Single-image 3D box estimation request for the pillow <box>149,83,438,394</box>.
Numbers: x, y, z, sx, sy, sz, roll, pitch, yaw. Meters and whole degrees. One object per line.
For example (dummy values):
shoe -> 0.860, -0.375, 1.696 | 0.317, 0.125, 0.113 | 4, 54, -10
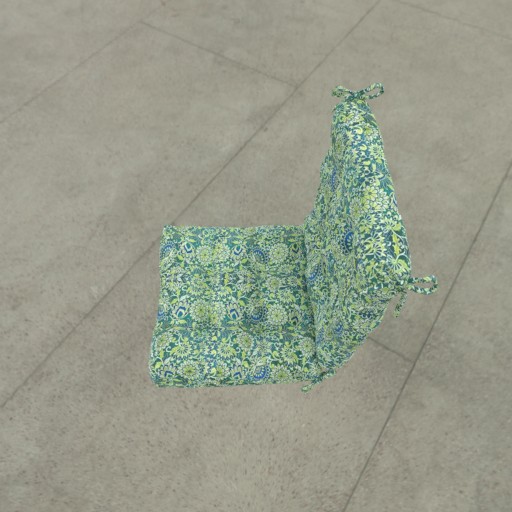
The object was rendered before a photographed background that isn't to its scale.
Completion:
pillow -> 0.000, 0.000, 1.059 | 0.571, 0.605, 0.519 | -2, 59, -1
